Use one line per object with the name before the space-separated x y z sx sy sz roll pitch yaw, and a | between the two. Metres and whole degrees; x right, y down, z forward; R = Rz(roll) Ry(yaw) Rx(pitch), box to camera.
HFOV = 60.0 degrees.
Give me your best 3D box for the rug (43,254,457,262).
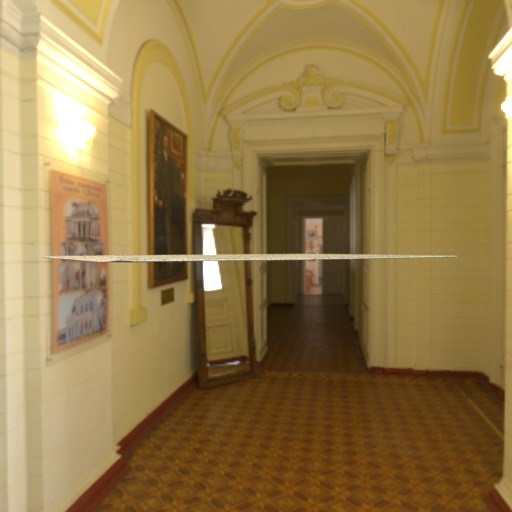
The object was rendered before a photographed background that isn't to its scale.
rug | 0.000 0.000 3.078 2.447 0.021 1.527 -1 1 -36
